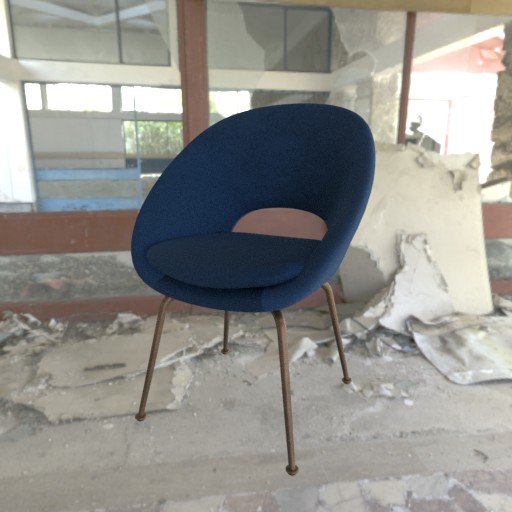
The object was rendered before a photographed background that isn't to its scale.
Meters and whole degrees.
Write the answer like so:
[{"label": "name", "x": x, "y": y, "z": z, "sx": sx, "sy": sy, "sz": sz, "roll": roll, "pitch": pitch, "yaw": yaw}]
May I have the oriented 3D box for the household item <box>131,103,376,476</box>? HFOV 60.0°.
[{"label": "household item", "x": 0.000, "y": 0.000, "z": 1.244, "sx": 0.623, "sy": 0.852, "sz": 0.573, "roll": 7, "pitch": 16, "yaw": 26}]
